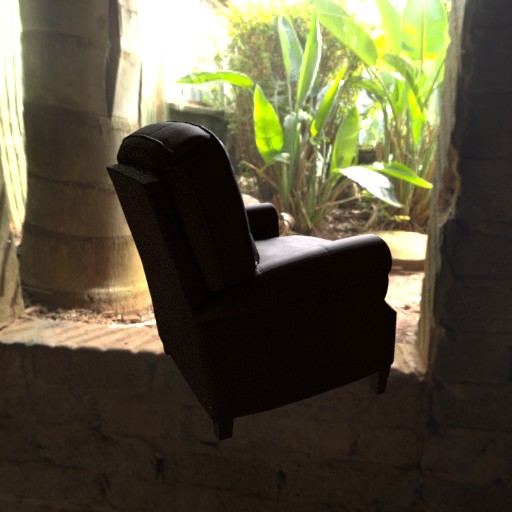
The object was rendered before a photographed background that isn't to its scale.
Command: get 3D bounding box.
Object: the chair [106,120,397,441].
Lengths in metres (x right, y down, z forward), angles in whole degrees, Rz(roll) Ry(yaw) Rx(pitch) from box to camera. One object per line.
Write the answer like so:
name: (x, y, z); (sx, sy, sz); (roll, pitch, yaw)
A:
chair: (0.000, 0.000, 1.753); (0.986, 1.018, 0.936); (-8, 17, -25)
